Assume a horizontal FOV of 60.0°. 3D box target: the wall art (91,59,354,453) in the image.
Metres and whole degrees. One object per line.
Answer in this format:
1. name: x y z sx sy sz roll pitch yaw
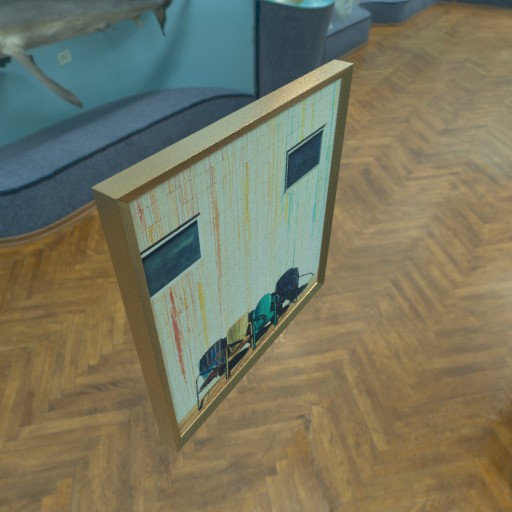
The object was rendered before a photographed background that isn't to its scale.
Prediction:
1. wall art: 0.000 0.000 0.747 0.037 0.505 0.505 25 46 26
